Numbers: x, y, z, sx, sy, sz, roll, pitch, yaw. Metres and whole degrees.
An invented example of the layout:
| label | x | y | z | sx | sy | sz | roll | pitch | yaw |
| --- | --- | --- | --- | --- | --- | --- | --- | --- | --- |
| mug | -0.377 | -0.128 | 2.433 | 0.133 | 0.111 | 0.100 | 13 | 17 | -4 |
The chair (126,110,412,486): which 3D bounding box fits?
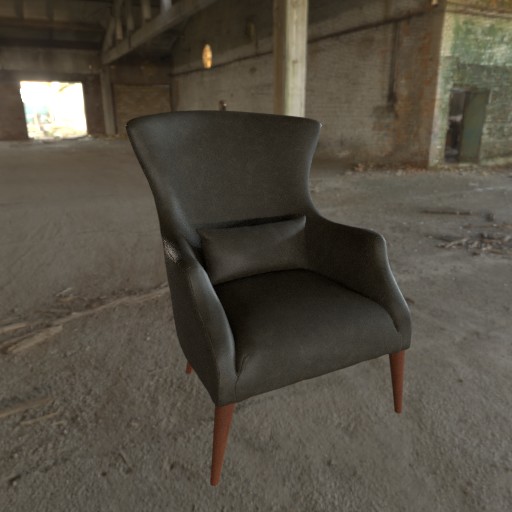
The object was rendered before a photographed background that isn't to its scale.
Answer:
| label | x | y | z | sx | sy | sz | roll | pitch | yaw |
| --- | --- | --- | --- | --- | --- | --- | --- | --- | --- |
| chair | 0.000 | 0.000 | 1.697 | 0.819 | 1.068 | 0.954 | -9 | 20 | -26 |
